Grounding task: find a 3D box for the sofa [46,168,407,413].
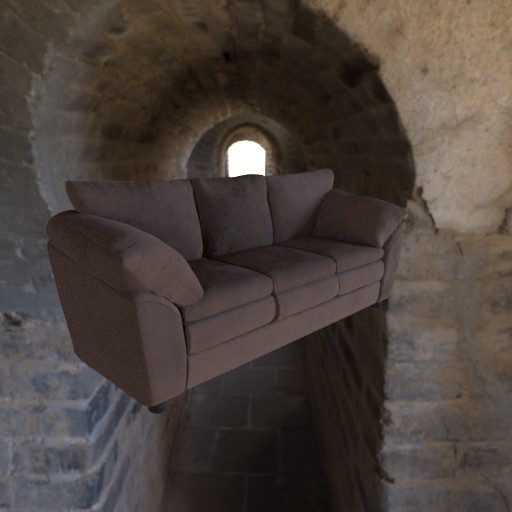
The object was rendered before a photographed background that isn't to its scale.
[{"bbox_3d":[0.000,0.000,2.795,0.878,1.015,2.336,13,18,43],"label":"sofa"}]
